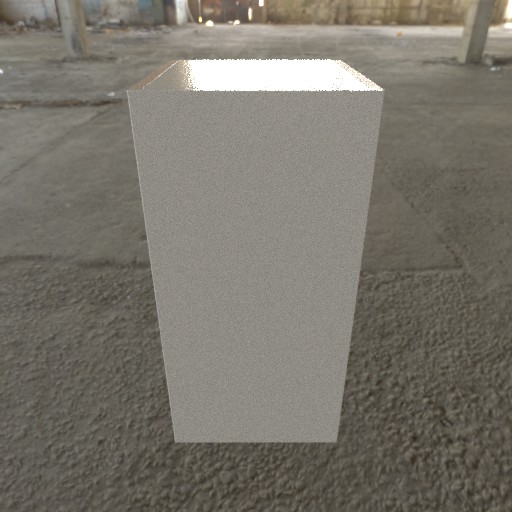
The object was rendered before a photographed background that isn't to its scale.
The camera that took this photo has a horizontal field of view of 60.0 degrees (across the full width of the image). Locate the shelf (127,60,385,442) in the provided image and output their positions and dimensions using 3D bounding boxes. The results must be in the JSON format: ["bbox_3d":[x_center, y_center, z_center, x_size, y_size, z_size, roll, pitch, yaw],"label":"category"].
[{"bbox_3d":[0.000,0.000,0.769,0.290,0.594,0.297,0,30,0],"label":"shelf"}]
